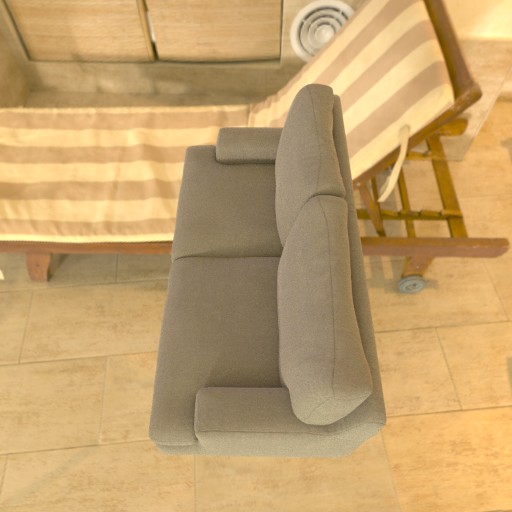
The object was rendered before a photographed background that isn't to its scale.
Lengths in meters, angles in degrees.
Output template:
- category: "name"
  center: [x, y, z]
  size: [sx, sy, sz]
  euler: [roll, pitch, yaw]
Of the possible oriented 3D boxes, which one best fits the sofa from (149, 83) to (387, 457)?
- category: "sofa"
  center: [0.000, 0.000, 2.341]
  size: [0.962, 0.980, 1.855]
  euler: [0, 57, 0]
